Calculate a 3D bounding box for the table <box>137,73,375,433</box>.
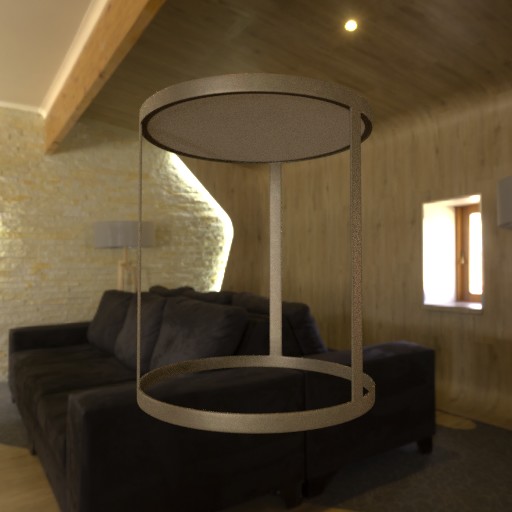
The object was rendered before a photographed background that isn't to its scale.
[{"bbox_3d":[0.000,0.000,0.934,0.480,0.565,0.480,0,-2,0],"label":"table"}]
